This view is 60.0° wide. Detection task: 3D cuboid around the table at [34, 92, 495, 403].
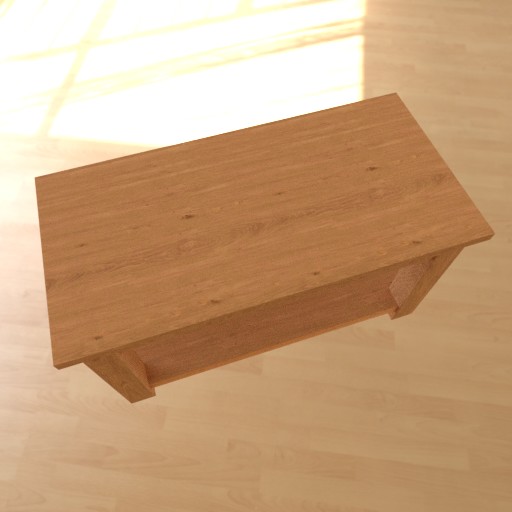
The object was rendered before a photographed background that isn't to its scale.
[{"bbox_3d":[0.000,0.000,1.153,0.899,0.452,0.450,-16,62,-9],"label":"table"}]
